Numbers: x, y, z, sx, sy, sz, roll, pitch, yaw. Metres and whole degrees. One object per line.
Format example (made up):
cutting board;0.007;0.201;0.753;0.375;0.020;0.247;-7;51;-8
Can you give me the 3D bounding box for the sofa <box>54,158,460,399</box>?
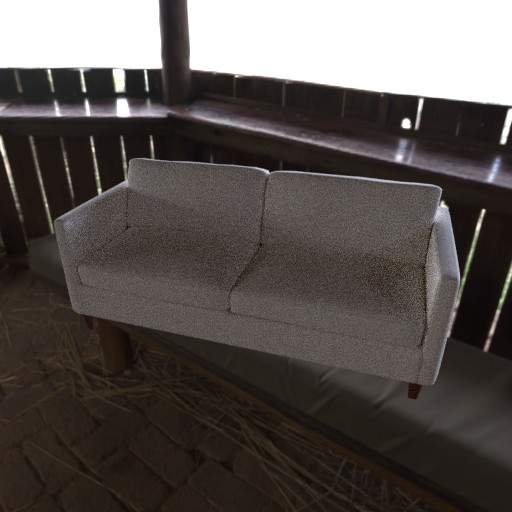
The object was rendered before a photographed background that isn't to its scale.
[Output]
sofa;0.000;0.000;2.666;2.139;0.933;0.924;9;29;16
